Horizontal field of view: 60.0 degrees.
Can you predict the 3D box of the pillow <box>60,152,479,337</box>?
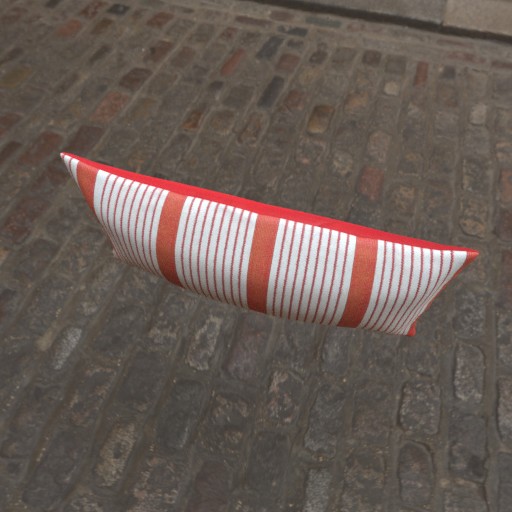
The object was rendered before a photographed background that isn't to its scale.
[{"bbox_3d":[0.000,0.000,0.739,0.608,0.297,0.151,14,60,8],"label":"pillow"}]
